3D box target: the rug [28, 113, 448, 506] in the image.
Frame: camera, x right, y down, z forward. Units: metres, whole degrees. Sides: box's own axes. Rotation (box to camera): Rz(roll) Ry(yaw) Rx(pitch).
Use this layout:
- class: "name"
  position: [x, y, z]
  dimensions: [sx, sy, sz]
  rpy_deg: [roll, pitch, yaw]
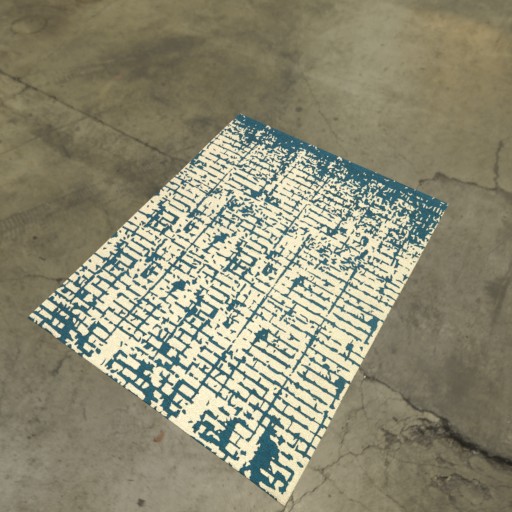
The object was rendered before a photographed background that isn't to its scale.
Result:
- class: "rug"
  position: [0.000, 0.000, 3.896]
  dimensions: [2.416, 0.014, 3.017]
  rpy_deg: [29, 61, 18]
